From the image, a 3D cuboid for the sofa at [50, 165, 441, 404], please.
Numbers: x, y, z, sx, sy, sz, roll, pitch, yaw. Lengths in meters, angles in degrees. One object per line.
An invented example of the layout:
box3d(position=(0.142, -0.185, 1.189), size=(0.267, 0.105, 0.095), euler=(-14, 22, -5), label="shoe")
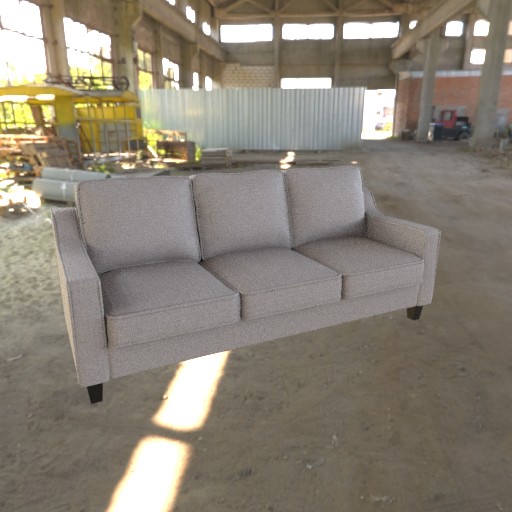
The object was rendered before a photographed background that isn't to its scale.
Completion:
box3d(position=(0.000, 0.000, 2.629), size=(2.129, 0.950, 0.899), euler=(-8, 19, -26), label="sofa")
